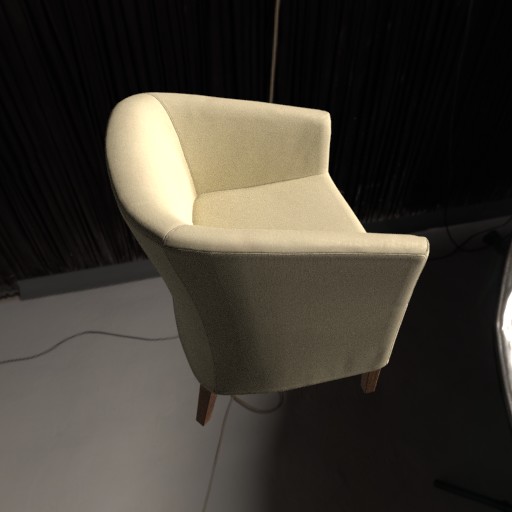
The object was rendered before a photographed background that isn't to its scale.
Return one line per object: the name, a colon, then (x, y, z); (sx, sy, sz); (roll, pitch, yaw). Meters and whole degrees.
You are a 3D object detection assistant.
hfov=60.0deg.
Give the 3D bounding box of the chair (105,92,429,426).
chair: (0.000, 0.000, 1.276); (0.657, 0.822, 0.643); (-10, 46, -10)
